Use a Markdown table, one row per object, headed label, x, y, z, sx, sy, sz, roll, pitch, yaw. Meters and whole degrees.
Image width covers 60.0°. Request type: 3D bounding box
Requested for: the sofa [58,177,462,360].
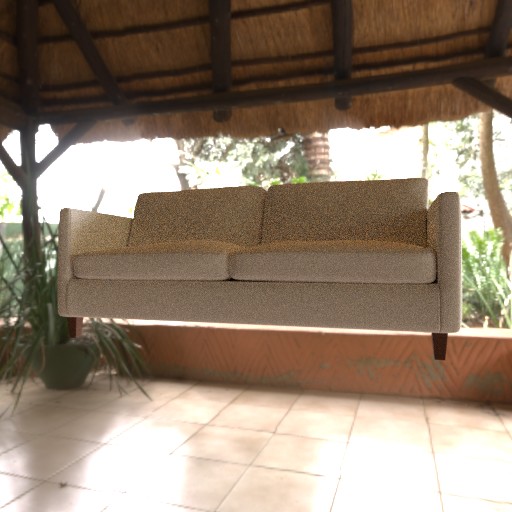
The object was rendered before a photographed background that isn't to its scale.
| label | x | y | z | sx | sy | sz | roll | pitch | yaw |
| --- | --- | --- | --- | --- | --- | --- | --- | --- | --- |
| sofa | 0.000 | 0.000 | 2.633 | 2.139 | 0.933 | 0.924 | 0 | -1 | 17 |
